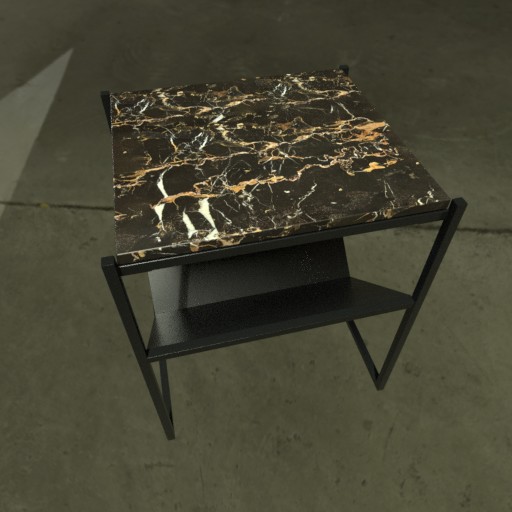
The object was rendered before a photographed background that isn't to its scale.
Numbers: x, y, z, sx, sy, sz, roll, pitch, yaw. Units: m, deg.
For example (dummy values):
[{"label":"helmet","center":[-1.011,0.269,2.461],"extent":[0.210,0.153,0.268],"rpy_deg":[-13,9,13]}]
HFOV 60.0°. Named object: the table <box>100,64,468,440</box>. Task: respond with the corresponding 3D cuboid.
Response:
[{"label":"table","center":[0.000,0.000,0.881],"extent":[0.469,0.534,0.432],"rpy_deg":[-10,48,-9]}]
